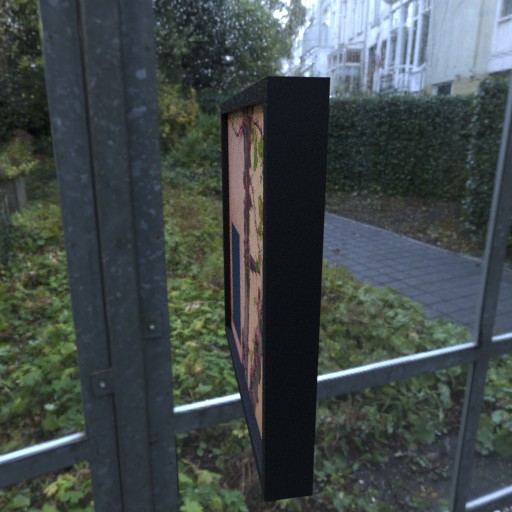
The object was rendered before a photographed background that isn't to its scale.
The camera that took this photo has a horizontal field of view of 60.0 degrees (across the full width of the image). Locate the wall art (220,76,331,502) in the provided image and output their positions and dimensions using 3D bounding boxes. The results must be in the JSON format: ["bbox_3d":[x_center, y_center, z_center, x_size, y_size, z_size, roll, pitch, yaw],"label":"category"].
[{"bbox_3d":[0.000,0.000,0.444,0.038,0.304,0.305,-3,16,-9],"label":"wall art"}]
